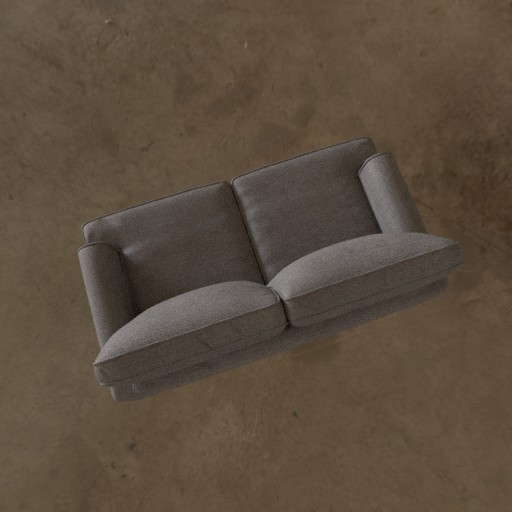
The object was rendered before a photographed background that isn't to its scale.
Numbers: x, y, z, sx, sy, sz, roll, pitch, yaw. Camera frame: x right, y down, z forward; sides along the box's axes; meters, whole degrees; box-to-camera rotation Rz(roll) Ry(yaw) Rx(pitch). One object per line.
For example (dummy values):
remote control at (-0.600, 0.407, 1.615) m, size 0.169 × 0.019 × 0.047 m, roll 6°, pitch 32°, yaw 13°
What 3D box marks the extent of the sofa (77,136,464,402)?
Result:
sofa at (0.000, 0.000, 2.226) m, size 1.651 × 0.965 × 0.965 m, roll -18°, pitch 76°, yaw -4°
